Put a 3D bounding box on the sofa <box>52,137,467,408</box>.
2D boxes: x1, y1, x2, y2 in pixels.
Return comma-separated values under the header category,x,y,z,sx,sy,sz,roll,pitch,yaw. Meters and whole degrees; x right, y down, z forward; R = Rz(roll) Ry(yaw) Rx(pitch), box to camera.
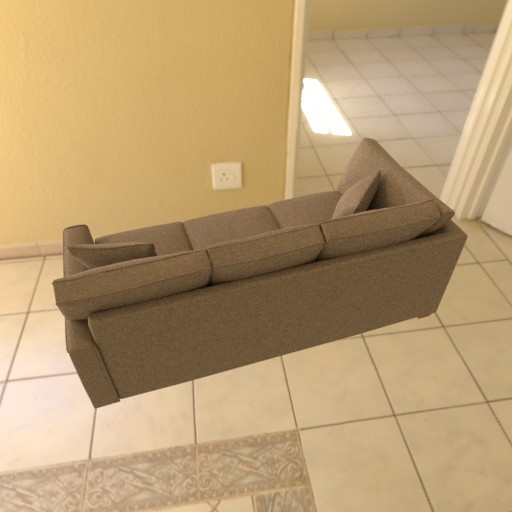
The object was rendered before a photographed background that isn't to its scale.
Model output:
category,x,y,z,sx,sy,sz,roll,pitch,yaw
sofa,0.000,0.000,2.894,2.317,0.962,1.061,-12,44,-13
